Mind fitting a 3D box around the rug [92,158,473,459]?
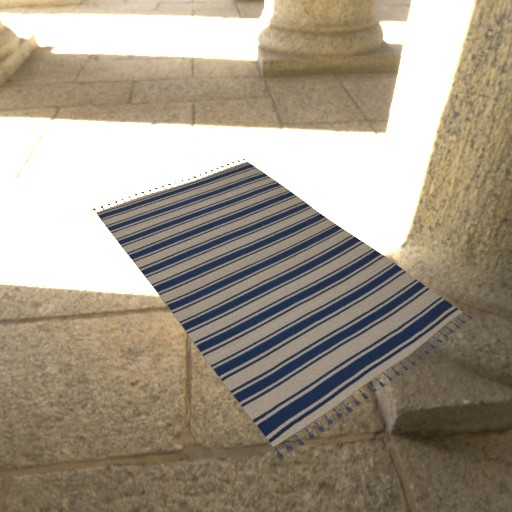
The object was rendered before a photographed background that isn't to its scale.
[{"bbox_3d":[0.000,0.000,2.619,1.248,0.009,2.108,-24,46,-26],"label":"rug"}]
